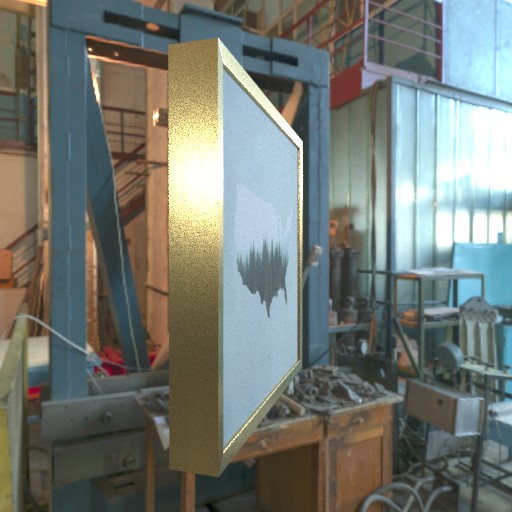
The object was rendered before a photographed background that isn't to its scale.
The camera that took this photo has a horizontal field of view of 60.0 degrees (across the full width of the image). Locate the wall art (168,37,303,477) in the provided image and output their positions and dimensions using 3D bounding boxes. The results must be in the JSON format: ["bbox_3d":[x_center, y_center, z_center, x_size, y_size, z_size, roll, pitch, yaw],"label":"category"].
[{"bbox_3d":[0.000,0.000,0.458,0.038,0.304,0.304,0,1,17],"label":"wall art"}]
